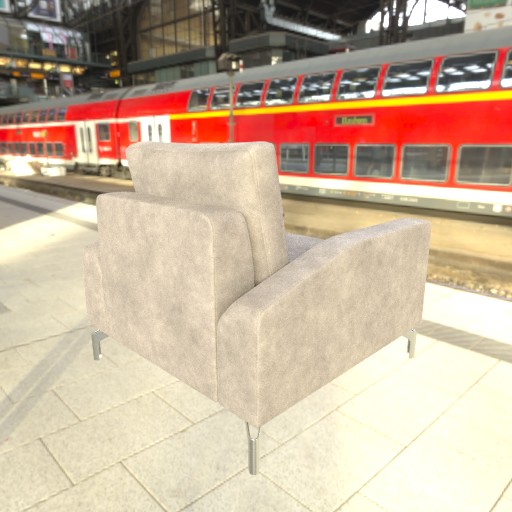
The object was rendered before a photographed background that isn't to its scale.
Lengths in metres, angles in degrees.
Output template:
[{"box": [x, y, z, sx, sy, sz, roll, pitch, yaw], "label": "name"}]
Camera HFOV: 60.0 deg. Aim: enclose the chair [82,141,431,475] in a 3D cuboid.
[{"box": [0.000, 0.000, 1.591, 0.900, 0.800, 0.900, 14, 20, 43], "label": "chair"}]
